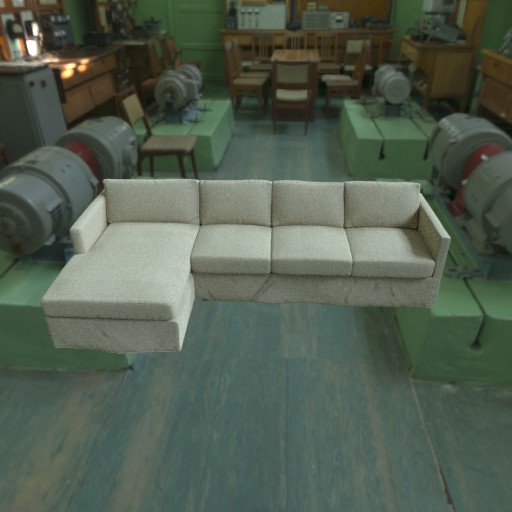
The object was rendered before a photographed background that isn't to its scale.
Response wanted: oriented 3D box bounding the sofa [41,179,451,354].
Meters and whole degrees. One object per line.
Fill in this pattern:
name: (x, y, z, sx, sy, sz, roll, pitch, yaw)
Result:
sofa: (0.000, 0.000, 3.888, 3.205, 0.922, 1.650, 1, 32, 2)
